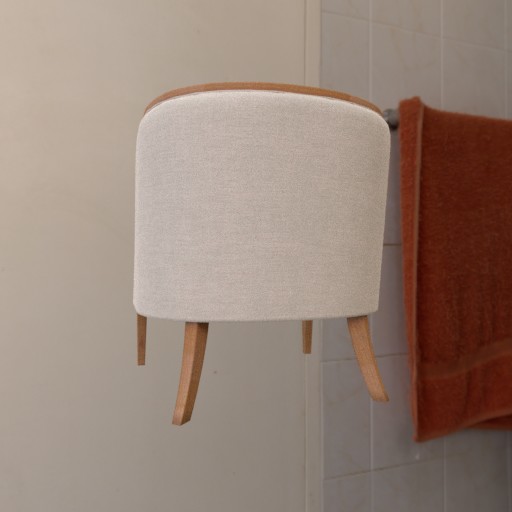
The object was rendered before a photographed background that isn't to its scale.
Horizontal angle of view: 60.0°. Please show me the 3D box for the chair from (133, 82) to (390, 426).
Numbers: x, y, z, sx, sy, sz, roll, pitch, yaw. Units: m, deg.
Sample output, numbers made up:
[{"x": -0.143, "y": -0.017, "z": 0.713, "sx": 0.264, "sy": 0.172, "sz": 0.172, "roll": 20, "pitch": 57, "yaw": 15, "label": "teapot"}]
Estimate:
[{"x": 0.000, "y": 0.000, "z": 1.363, "sx": 0.711, "sy": 0.775, "sz": 0.757, "roll": 0, "pitch": -1, "yaw": -18, "label": "chair"}]
